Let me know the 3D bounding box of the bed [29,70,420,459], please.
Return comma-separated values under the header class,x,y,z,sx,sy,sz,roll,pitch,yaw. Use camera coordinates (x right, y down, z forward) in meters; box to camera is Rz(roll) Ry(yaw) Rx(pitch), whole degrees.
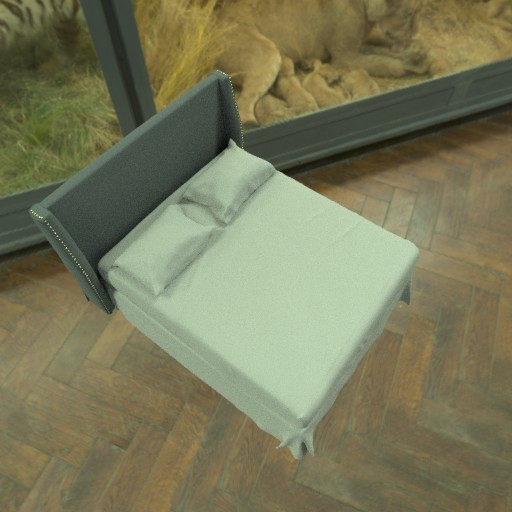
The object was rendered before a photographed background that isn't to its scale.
class,x,y,z,sx,sy,sz,roll,pitch,yaw
bed,0.000,0.000,3.424,2.276,1.332,1.925,32,62,19
